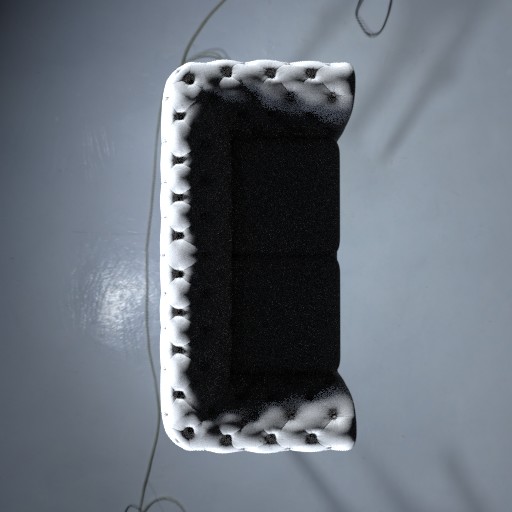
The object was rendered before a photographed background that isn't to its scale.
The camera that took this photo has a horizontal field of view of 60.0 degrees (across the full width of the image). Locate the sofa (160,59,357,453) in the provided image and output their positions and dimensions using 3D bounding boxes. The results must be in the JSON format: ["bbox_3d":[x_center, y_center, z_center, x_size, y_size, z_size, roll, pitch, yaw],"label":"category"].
[{"bbox_3d":[0.000,0.000,2.509,0.986,0.764,1.998,0,89,-1],"label":"sofa"}]
